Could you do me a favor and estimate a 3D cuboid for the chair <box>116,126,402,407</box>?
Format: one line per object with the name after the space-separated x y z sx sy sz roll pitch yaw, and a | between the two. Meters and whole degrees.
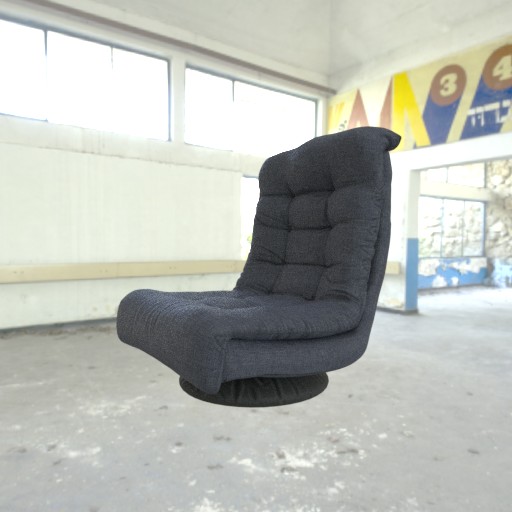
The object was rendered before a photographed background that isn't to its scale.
0.000 0.000 1.274 0.668 0.749 0.597 -1 2 -35 | chair
